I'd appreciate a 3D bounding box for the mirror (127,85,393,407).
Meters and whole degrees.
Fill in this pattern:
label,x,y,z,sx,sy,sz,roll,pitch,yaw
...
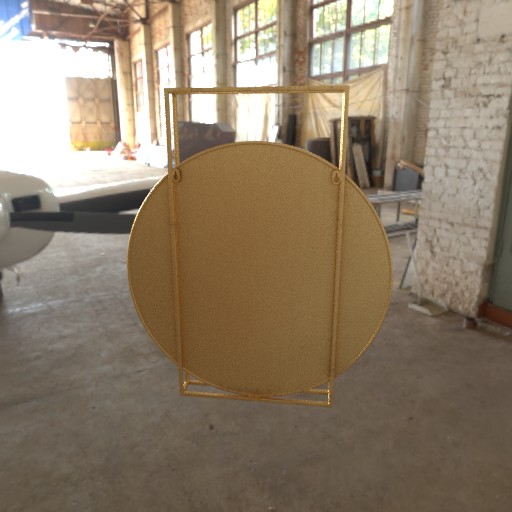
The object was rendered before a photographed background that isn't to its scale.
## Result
label,x,y,z,sx,sy,sz,roll,pitch,yaw
mirror,0.000,0.000,0.848,0.508,0.603,0.051,2,16,7
